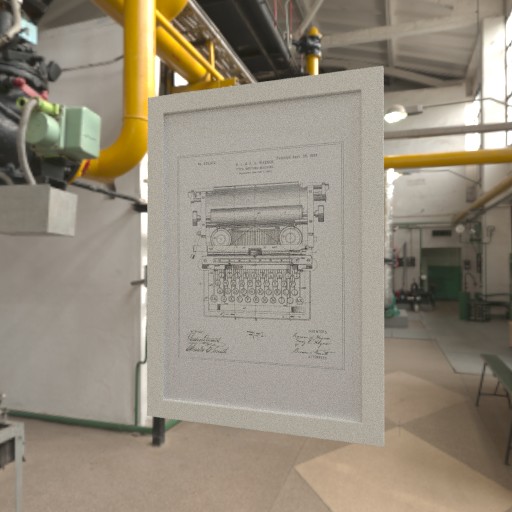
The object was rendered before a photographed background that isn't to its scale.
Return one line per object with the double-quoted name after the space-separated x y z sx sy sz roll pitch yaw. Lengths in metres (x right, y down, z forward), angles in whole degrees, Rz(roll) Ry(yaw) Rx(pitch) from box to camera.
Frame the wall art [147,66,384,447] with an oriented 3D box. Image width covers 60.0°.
0.000 0.000 0.687 0.381 0.533 0.013 0 0 19 "wall art"
